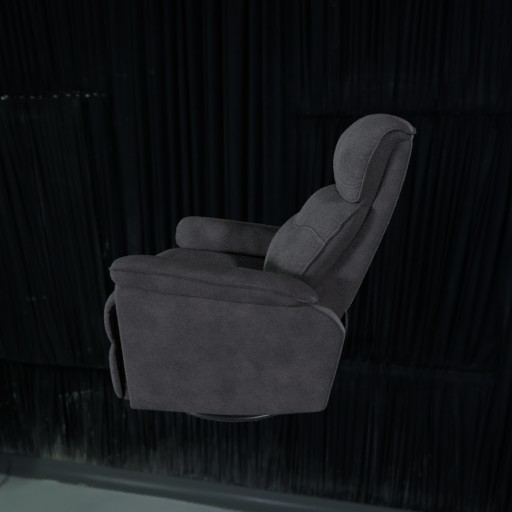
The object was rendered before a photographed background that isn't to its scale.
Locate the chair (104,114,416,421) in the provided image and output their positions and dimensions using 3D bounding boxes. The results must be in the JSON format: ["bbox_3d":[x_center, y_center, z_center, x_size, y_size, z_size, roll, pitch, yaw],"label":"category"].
[{"bbox_3d":[0.000,0.000,1.712,1.009,1.035,0.830,2,15,8],"label":"chair"}]
